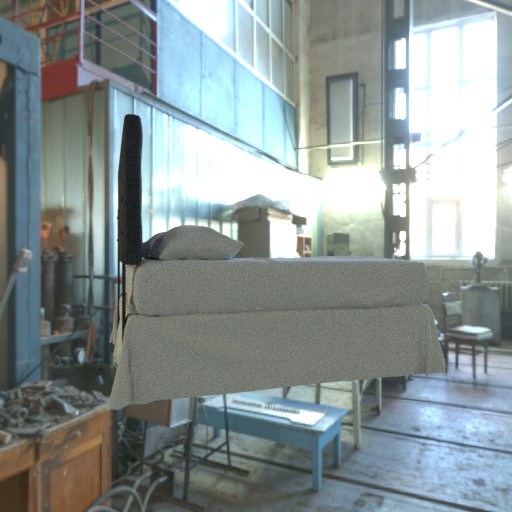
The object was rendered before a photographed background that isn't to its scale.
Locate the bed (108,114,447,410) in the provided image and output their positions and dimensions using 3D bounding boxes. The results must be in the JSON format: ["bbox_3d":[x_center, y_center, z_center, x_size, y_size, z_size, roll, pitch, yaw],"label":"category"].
[{"bbox_3d":[0.000,0.000,3.515,2.222,1.577,1.936,0,0,-18],"label":"bed"}]
